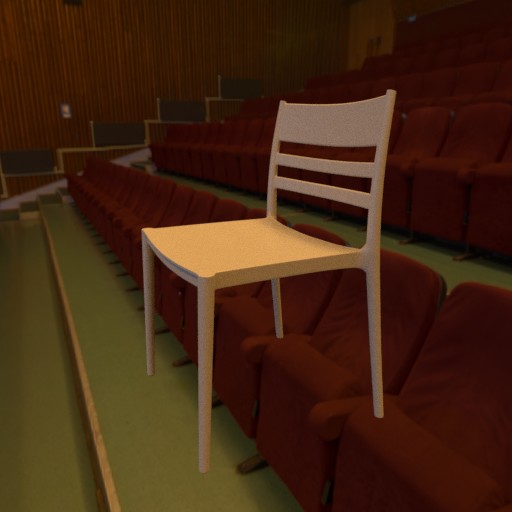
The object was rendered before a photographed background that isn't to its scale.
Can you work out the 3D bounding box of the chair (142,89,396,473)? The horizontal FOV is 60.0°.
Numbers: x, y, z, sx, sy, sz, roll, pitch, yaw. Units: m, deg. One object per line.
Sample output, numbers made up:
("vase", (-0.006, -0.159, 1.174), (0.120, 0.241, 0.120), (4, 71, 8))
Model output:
("chair", (0.000, 0.000, 1.159), (0.511, 0.800, 0.531), (-8, 18, -26))
